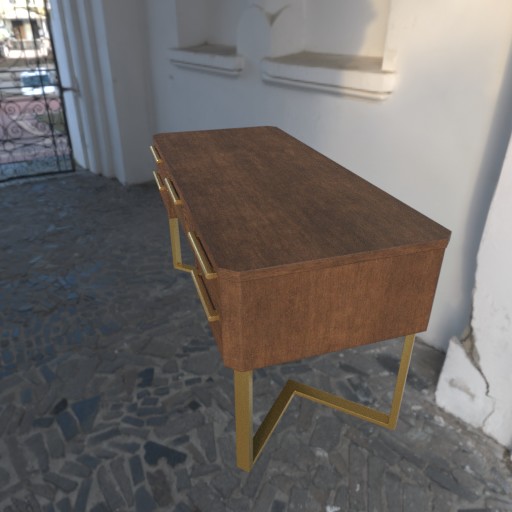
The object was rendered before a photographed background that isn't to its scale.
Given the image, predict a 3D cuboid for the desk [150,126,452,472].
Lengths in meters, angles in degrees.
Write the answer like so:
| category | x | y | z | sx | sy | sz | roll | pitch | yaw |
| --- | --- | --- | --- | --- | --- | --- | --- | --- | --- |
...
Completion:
| category | x | y | z | sx | sy | sz | roll | pitch | yaw |
| --- | --- | --- | --- | --- | --- | --- | --- | --- | --- |
| desk | 0.000 | 0.000 | 1.902 | 0.684 | 0.762 | 1.479 | -9 | 29 | -16 |
